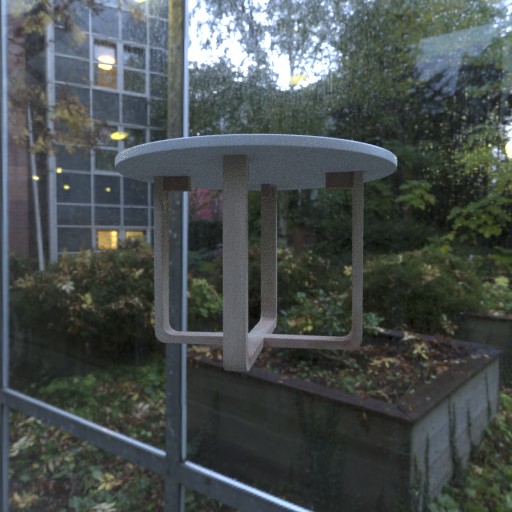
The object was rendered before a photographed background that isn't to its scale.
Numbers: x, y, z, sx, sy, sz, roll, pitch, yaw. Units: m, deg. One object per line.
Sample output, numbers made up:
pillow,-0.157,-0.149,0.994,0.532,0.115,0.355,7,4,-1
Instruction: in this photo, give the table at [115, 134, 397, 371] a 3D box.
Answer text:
table,0.000,0.000,0.996,0.600,0.400,0.600,0,2,0
